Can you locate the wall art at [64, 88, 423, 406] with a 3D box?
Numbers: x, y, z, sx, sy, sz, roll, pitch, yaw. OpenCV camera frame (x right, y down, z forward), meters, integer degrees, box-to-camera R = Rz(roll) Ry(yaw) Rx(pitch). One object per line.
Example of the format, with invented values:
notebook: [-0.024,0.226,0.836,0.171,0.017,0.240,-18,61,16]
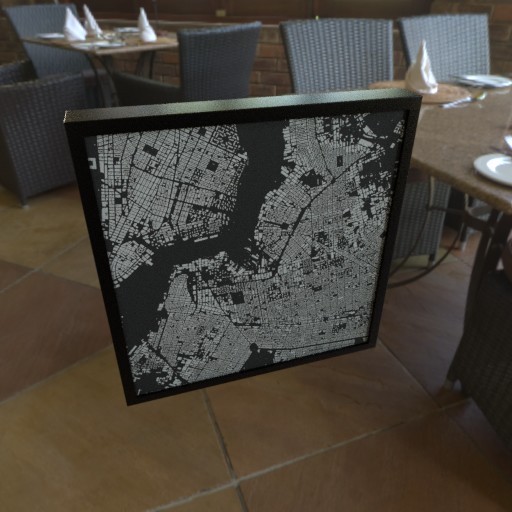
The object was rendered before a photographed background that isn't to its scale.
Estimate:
wall art: [0.000,0.000,0.447,0.299,0.299,0.037,-9,33,-15]
